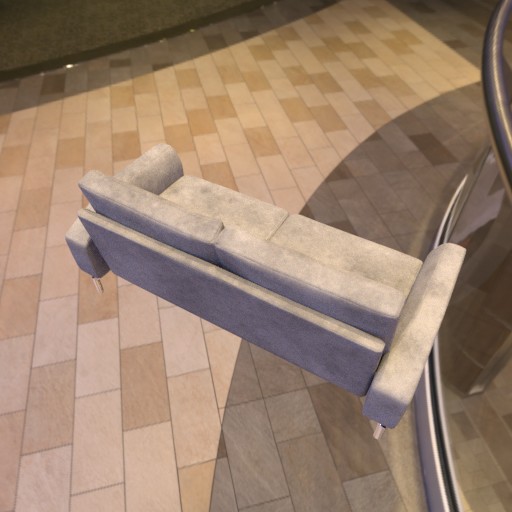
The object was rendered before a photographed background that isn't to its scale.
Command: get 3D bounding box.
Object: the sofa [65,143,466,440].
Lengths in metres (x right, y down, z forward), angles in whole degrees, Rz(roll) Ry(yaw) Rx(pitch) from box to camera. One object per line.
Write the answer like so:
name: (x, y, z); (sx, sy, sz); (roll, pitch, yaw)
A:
sofa: (0.000, 0.000, 2.277); (1.837, 0.859, 0.849); (23, 50, 20)
